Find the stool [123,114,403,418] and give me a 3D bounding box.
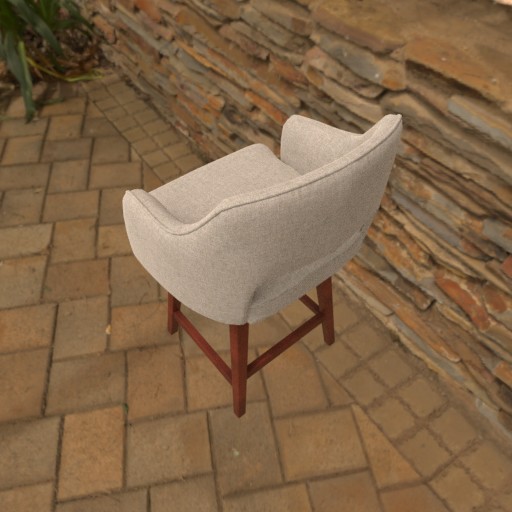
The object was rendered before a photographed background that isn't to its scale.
[{"bbox_3d":[0.000,0.000,1.283,0.599,0.944,0.558,-31,55,-25],"label":"stool"}]
